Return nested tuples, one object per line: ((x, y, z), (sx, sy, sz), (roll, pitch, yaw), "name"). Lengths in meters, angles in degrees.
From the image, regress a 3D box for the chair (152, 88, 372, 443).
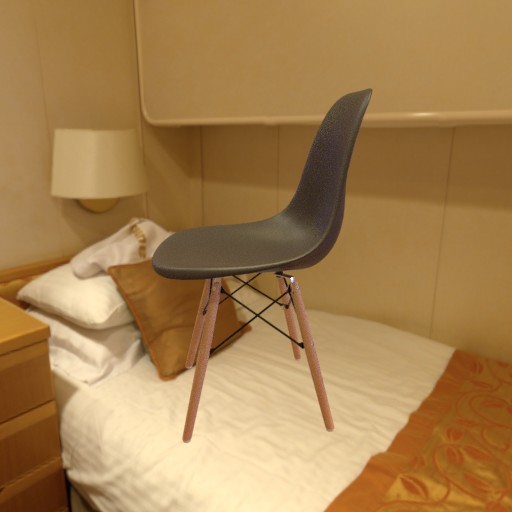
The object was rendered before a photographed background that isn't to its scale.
((0.000, 0.000, 1.168), (0.533, 0.825, 0.470), (-2, 16, -7), "chair")
